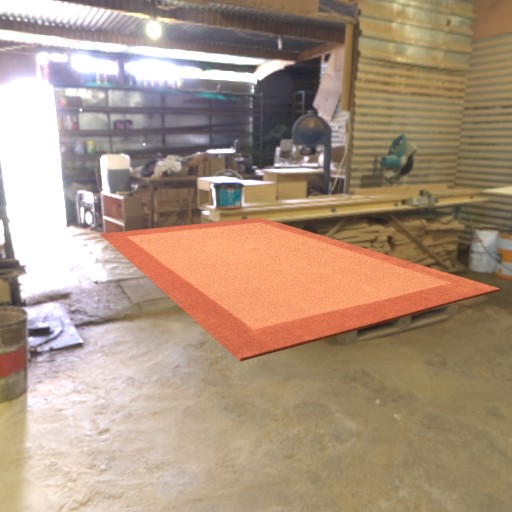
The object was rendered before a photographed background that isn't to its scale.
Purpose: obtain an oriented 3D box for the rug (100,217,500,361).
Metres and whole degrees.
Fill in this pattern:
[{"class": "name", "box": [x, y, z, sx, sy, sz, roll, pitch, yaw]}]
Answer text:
[{"class": "rug", "box": [0.000, 0.000, 2.950, 1.524, 0.014, 2.438, -8, 17, -29]}]
